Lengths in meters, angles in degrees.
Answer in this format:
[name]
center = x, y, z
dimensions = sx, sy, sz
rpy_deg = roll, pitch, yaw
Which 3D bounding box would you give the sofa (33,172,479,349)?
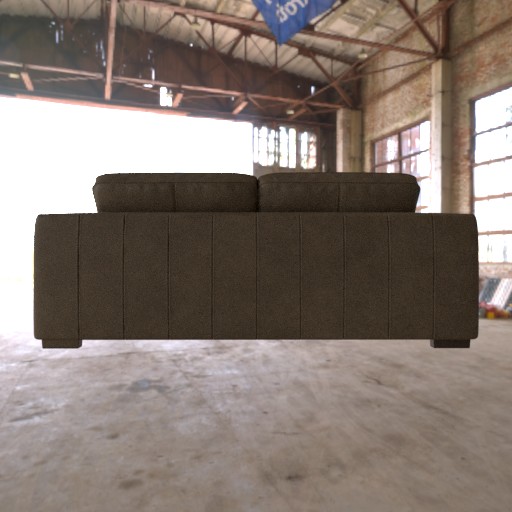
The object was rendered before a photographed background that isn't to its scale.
[sofa]
center = 0.000, 0.000, 2.410
dimensions = 1.920, 0.800, 1.070
rpy_deg = 0, 1, 0
